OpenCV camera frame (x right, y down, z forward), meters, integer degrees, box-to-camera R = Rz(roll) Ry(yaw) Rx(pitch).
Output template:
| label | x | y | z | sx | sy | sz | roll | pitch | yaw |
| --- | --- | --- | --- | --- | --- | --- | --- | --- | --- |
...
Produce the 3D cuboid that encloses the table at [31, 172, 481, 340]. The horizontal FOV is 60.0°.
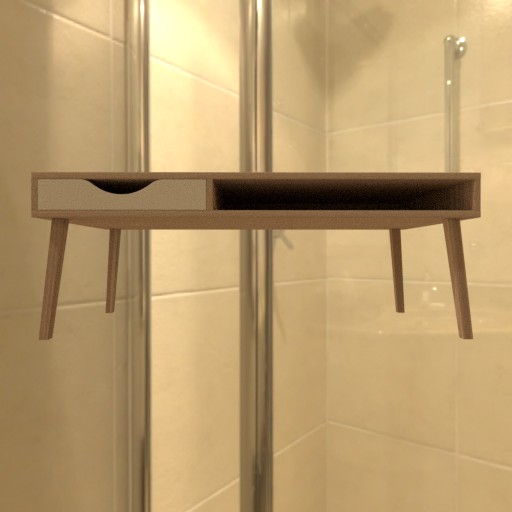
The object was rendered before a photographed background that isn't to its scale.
| label | x | y | z | sx | sy | sz | roll | pitch | yaw |
| --- | --- | --- | --- | --- | --- | --- | --- | --- | --- |
| table | 0.000 | 0.000 | 1.481 | 1.200 | 0.450 | 0.600 | 0 | 0 | 0 |
